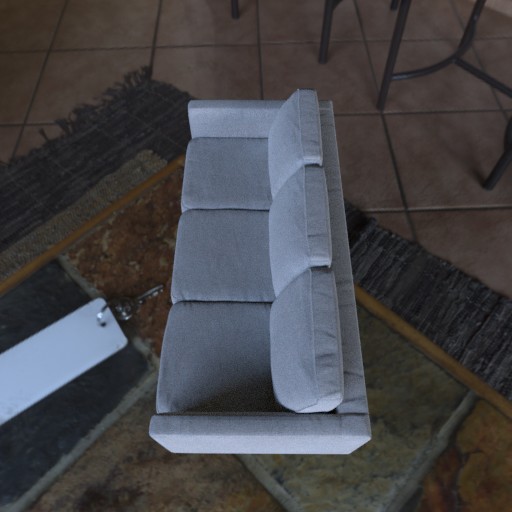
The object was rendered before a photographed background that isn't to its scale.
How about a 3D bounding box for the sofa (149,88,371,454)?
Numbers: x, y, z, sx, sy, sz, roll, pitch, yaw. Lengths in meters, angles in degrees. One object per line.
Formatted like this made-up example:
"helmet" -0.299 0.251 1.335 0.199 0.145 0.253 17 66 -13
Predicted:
"sofa" 0.000 0.000 2.488 0.944 0.918 1.983 0 60 0
